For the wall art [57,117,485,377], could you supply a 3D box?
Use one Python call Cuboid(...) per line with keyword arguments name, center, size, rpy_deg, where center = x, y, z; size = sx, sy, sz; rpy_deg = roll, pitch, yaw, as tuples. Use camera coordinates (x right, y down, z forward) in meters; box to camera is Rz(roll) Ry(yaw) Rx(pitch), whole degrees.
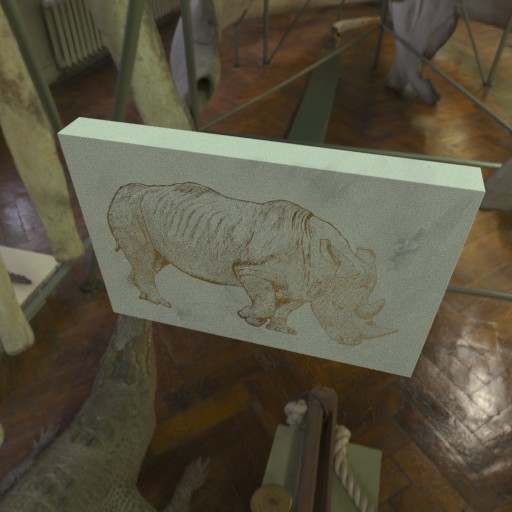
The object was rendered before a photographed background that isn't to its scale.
Cuboid(name="wall art", center=(0.000, 0.000, 0.481), size=(0.381, 0.254, 0.038), rpy_deg=(10, 42, 11))
